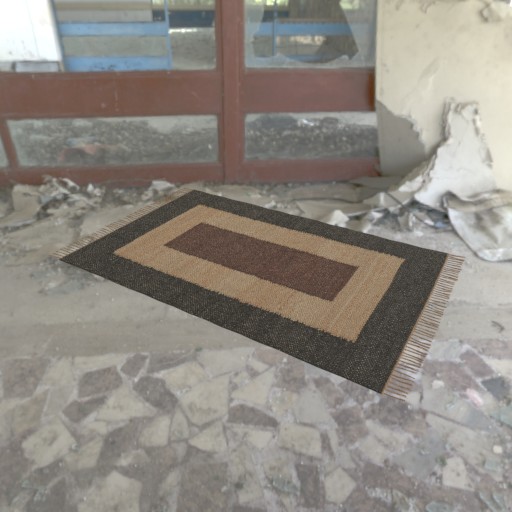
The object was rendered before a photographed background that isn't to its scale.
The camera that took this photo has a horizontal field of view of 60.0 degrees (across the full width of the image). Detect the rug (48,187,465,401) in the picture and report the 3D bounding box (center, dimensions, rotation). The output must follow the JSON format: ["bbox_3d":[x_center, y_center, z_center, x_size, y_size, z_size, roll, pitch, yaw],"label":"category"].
[{"bbox_3d":[0.000,0.000,1.890,1.541,0.013,0.920,17,35,27],"label":"rug"}]
